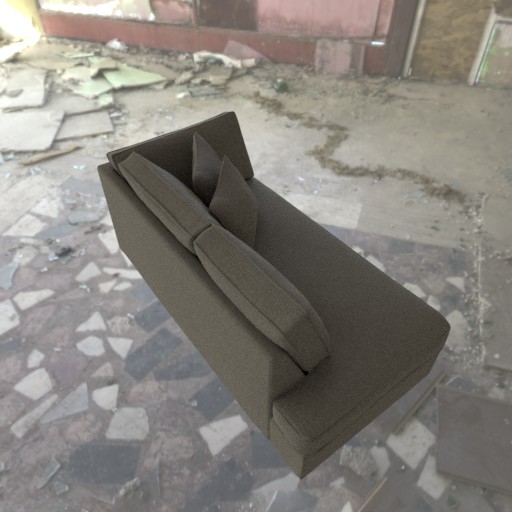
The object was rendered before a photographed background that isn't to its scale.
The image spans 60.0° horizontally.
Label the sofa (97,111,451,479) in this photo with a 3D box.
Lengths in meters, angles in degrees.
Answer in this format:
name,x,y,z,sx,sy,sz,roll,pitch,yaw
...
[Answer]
name,x,y,z,sx,sy,sz,roll,pitch,yaw
sofa,0.000,0.000,2.822,1.110,1.033,2.237,-27,49,-26
